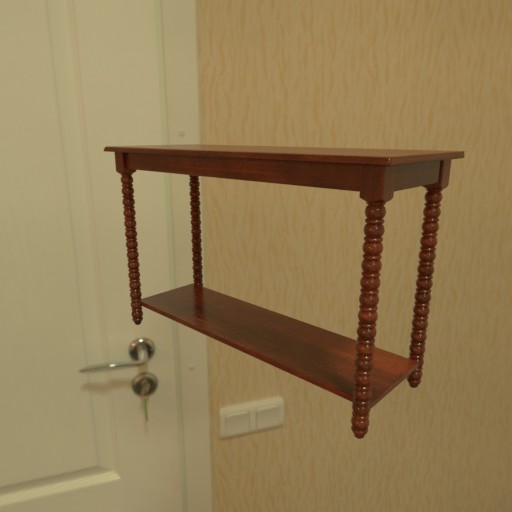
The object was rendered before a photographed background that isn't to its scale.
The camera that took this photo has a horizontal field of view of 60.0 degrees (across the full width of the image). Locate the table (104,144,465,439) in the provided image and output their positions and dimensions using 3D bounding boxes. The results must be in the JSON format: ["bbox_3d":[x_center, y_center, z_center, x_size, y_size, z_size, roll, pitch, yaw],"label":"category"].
[{"bbox_3d":[0.000,0.000,1.566,1.184,0.740,0.459,14,21,41],"label":"table"}]
